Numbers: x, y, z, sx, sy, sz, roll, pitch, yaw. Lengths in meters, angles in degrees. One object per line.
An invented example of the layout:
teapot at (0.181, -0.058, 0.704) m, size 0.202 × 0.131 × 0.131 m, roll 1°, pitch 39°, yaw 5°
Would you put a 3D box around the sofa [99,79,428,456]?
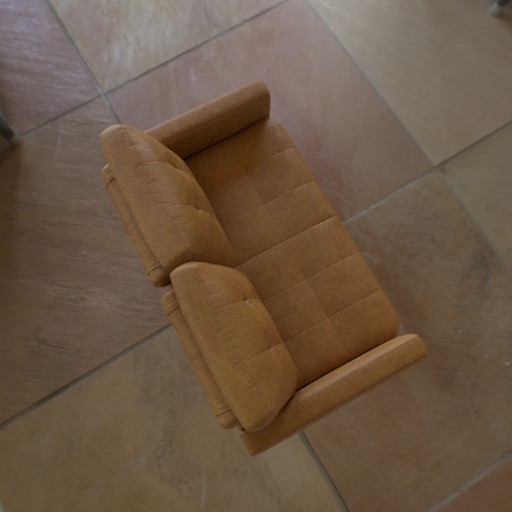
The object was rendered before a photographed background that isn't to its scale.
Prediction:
sofa at (0.000, 0.000, 1.960) m, size 0.868 × 0.898 × 1.430 m, roll -27°, pitch 78°, yaw -6°
